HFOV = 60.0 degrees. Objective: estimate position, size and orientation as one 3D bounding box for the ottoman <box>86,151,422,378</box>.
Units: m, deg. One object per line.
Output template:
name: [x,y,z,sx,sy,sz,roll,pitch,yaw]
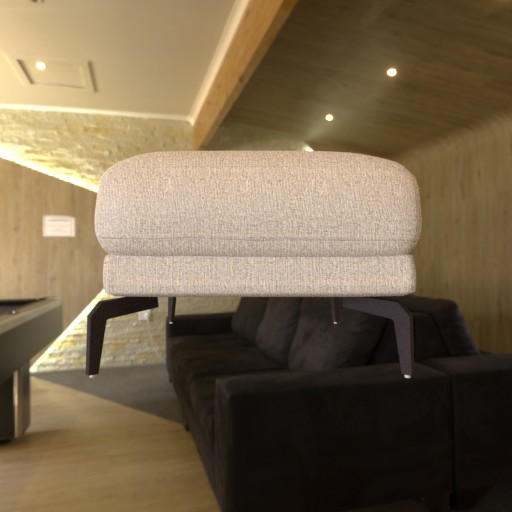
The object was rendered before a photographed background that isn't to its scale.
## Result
ottoman: [0.000,0.000,1.086,0.568,0.420,0.772,0,-1,0]
